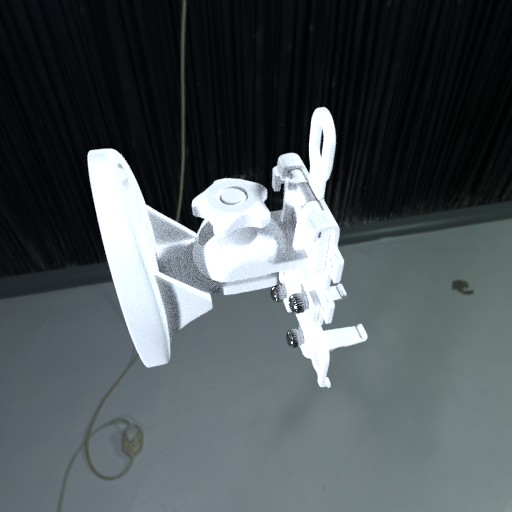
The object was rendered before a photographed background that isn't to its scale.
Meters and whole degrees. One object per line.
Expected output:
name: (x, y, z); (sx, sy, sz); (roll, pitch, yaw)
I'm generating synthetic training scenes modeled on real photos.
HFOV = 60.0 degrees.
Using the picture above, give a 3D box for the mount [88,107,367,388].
mount: (0.000, 0.000, 0.175); (0.100, 0.118, 0.066); (-10, 47, -10)
